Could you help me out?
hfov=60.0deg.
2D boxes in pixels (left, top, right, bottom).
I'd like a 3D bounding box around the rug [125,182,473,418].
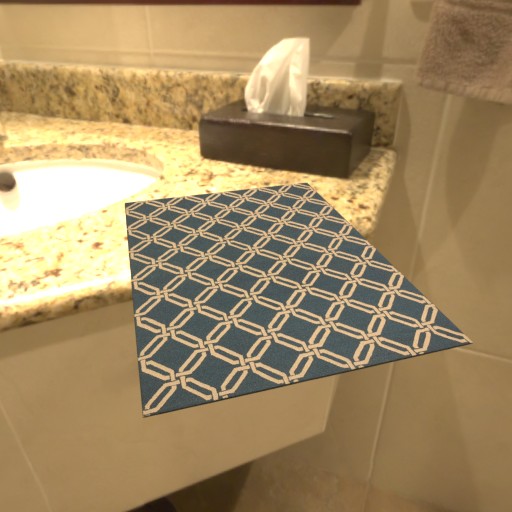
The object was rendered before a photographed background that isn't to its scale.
[{"bbox_3d":[0.000,0.000,4.411,2.432,0.018,3.342,-8,32,-14],"label":"rug"}]
